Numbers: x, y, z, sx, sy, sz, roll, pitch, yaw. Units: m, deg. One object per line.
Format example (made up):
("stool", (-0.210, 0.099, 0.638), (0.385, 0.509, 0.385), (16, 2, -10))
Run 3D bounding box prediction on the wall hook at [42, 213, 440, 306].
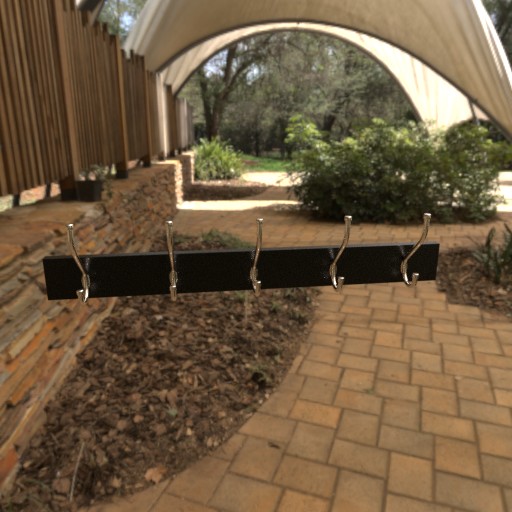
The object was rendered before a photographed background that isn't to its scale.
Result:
("wall hook", (0.000, 0.000, 0.613), (0.571, 0.117, 0.071), (-2, 16, -8))
